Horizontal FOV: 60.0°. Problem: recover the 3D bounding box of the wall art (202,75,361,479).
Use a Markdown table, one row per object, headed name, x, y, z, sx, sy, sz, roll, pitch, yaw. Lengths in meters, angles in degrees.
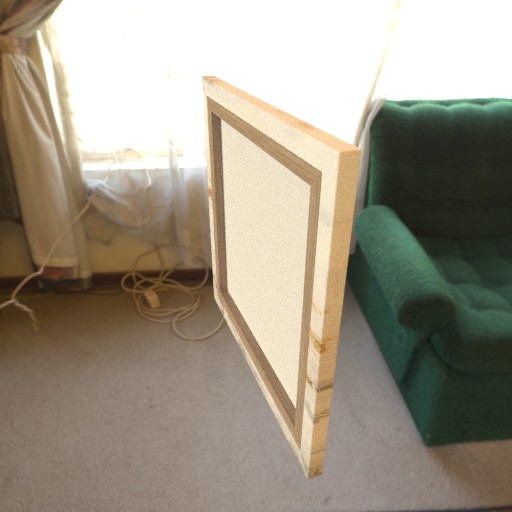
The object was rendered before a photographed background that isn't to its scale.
| name | x | y | z | sx | sy | sz | roll | pitch | yaw |
| --- | --- | --- | --- | --- | --- | --- | --- | --- | --- |
| wall art | 0.000 | 0.000 | 1.122 | 0.038 | 0.755 | 0.753 | -11 | 32 | -18 |
